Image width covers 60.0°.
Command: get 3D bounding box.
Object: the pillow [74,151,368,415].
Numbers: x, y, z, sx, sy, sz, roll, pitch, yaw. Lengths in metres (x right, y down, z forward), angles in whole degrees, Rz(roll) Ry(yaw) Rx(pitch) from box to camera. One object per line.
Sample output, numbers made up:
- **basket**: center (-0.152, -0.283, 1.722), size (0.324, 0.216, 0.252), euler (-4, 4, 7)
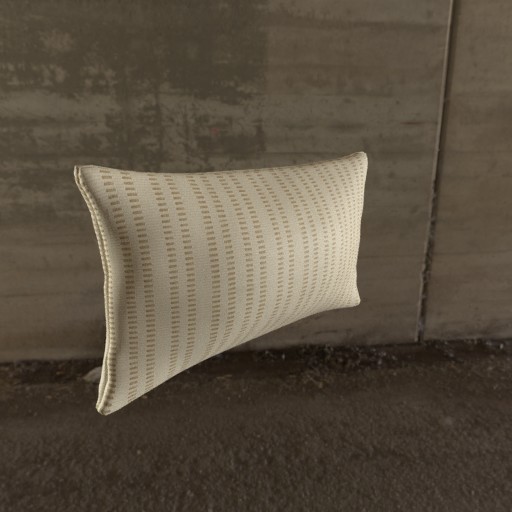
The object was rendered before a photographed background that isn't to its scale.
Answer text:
- **pillow**: center (0.000, 0.000, 0.803), size (0.640, 0.353, 0.210), euler (-14, 21, -41)
